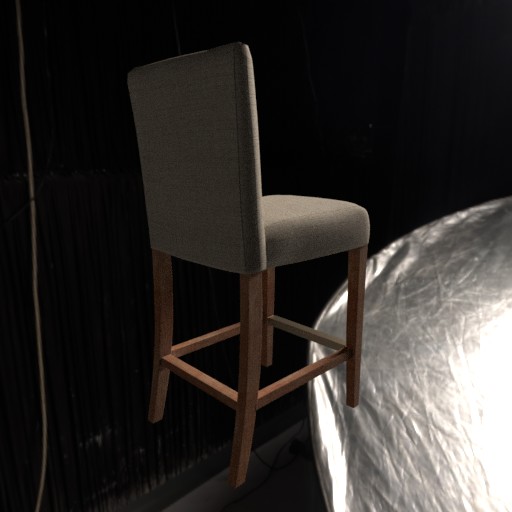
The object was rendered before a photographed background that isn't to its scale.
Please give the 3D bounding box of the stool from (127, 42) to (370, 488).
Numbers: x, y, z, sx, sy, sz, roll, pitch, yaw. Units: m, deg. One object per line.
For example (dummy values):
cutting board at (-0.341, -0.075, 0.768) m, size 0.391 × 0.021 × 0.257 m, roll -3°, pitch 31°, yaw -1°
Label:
stool at (0.000, 0.000, 1.319) m, size 0.567 × 1.039 × 0.454 m, roll -13°, pitch 19°, yaw -43°
